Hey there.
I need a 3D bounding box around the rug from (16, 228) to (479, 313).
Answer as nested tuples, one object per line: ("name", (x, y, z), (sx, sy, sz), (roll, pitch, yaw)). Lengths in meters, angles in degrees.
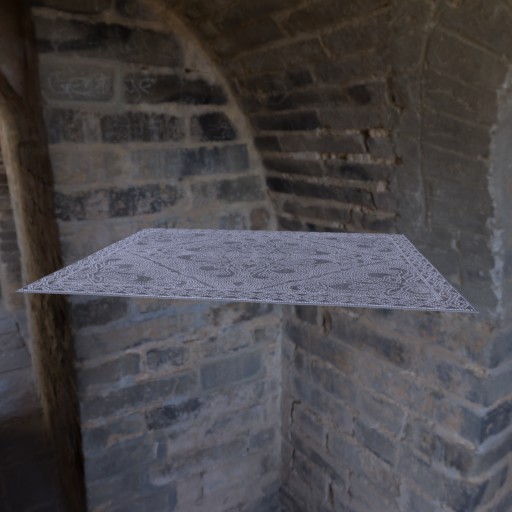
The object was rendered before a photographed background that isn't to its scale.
("rug", (0.000, 0.000, 4.019), (3.048, 0.012, 2.438), (2, 14, 8))
